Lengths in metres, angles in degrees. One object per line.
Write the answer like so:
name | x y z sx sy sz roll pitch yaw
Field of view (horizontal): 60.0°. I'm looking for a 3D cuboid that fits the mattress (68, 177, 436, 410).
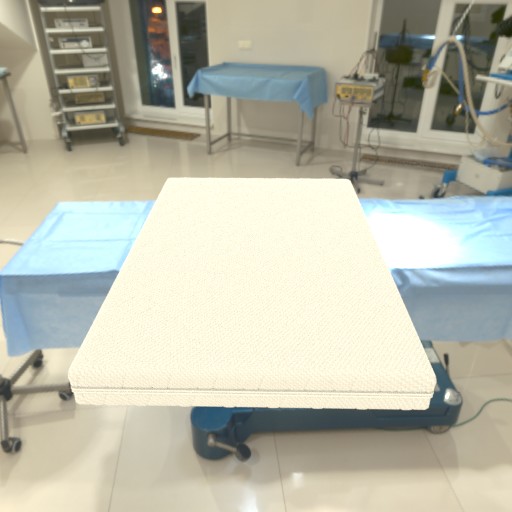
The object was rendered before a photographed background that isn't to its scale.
mattress | 0.000 0.000 2.546 1.400 0.200 2.000 1 31 1
